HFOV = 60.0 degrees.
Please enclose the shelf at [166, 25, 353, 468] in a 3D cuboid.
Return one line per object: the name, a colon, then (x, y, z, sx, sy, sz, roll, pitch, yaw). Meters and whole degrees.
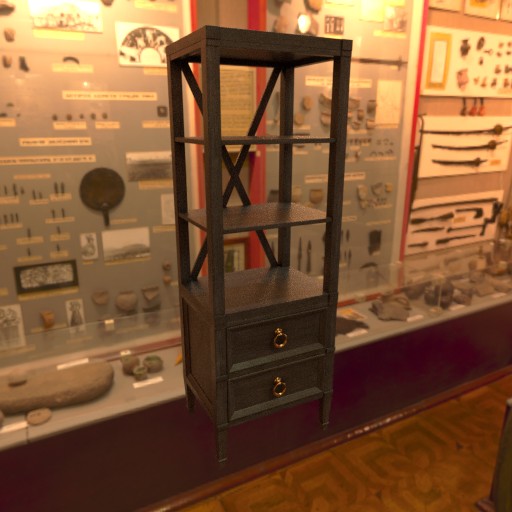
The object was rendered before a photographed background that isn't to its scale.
shelf: (0.000, 0.000, 1.971, 0.584, 1.727, 0.472, -8, 19, -26)
